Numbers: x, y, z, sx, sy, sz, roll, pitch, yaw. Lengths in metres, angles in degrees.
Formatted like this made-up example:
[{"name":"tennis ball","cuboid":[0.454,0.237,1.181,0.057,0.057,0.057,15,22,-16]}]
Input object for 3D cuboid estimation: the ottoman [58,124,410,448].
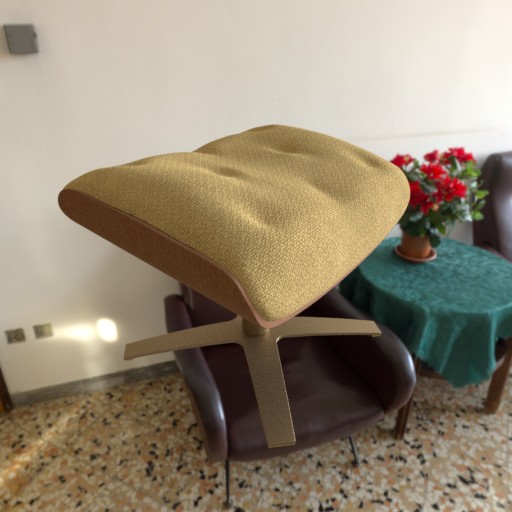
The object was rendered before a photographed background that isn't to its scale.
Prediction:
[{"name":"ottoman","cuboid":[0.000,0.000,0.813,0.394,0.391,0.520,18,32,32]}]
